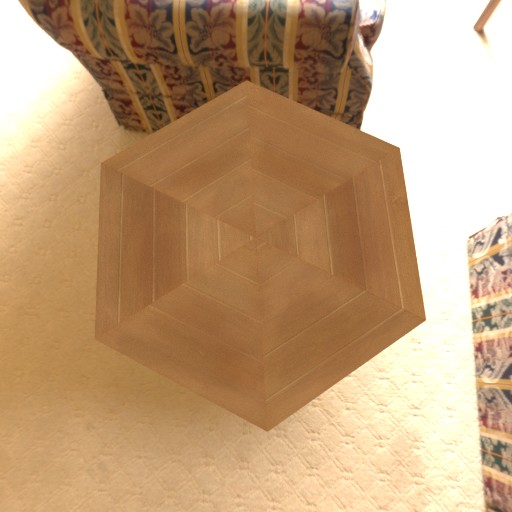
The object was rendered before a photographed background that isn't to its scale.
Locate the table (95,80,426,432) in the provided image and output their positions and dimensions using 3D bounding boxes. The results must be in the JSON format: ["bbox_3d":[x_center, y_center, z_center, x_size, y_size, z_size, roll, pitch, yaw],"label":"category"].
[{"bbox_3d":[0.000,0.000,1.625,1.154,0.456,1.000,-32,78,-8],"label":"table"}]
